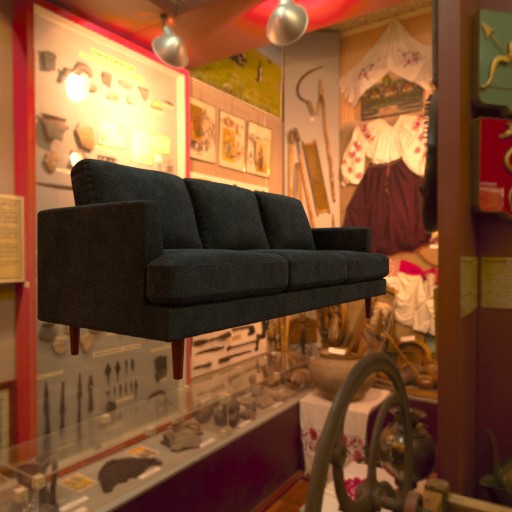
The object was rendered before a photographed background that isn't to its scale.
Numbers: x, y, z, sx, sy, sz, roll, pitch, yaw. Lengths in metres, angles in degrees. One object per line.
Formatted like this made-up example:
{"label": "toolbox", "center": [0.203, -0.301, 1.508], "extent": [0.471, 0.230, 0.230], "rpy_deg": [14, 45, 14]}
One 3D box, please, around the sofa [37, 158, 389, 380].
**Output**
{"label": "sofa", "center": [0.000, 0.000, 2.679], "extent": [0.903, 0.930, 2.246], "rpy_deg": [0, 1, 36]}
